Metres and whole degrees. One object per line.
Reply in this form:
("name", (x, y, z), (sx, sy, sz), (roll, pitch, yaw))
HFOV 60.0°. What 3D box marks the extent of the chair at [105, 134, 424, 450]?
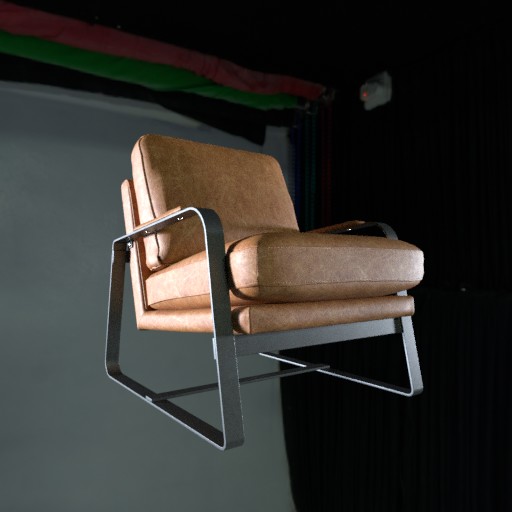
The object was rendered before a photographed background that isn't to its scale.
("chair", (0.000, 0.000, 1.330), (0.651, 0.777, 0.801), (1, -1, -36))
